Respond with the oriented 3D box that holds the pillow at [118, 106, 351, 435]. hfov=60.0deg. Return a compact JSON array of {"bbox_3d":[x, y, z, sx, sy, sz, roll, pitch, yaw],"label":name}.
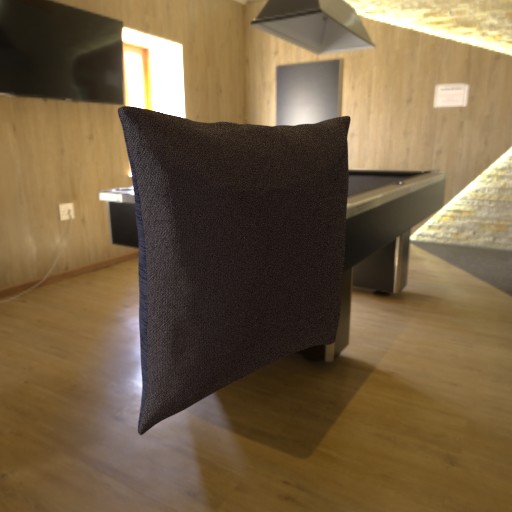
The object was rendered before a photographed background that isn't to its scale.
[{"bbox_3d":[0.000,0.000,0.706,0.452,0.439,0.204,-14,20,-42],"label":"pillow"}]
